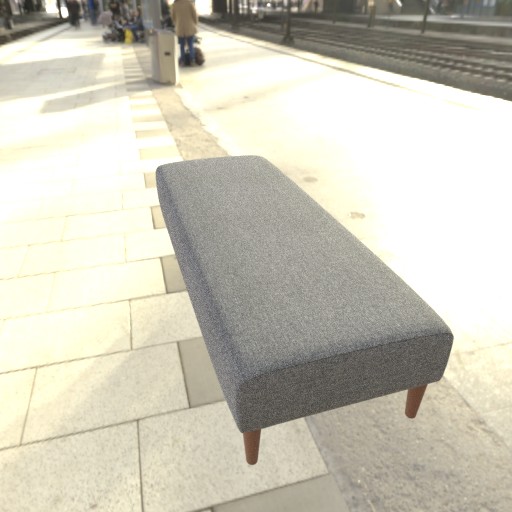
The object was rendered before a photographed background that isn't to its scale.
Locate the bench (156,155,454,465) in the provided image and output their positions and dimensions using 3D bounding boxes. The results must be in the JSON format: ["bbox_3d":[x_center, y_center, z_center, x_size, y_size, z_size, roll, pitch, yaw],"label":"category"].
[{"bbox_3d":[0.000,0.000,1.809,0.631,0.384,1.598,-9,31,-15],"label":"bench"}]
